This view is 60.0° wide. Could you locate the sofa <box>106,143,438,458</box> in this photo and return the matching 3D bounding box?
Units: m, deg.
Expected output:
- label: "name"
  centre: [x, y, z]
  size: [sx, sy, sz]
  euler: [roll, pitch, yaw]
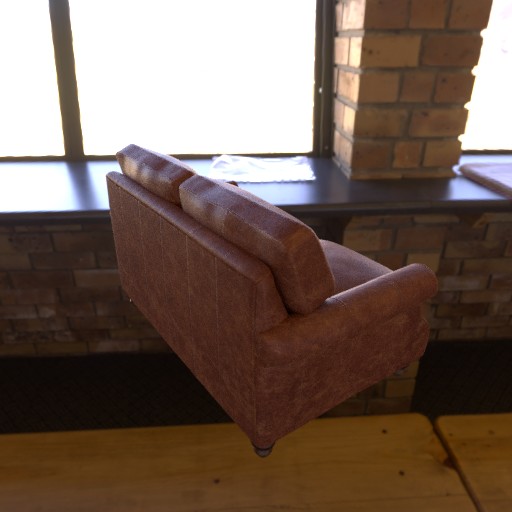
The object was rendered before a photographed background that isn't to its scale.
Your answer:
- label: "sofa"
  centre: [0.000, 0.000, 2.231]
  size: [0.990, 0.967, 1.616]
  euler: [-17, 31, -31]
